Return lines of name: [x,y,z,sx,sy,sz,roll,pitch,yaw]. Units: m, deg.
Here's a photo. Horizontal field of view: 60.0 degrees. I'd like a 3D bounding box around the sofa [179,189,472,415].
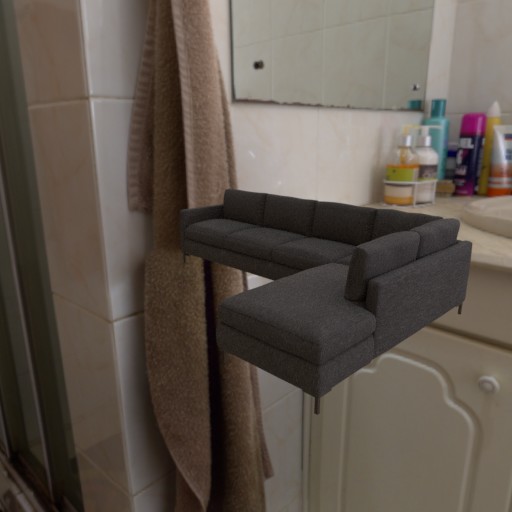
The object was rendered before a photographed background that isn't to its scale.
sofa: [0.000,0.000,3.878,2.007,0.815,2.949,-15,21,-42]
